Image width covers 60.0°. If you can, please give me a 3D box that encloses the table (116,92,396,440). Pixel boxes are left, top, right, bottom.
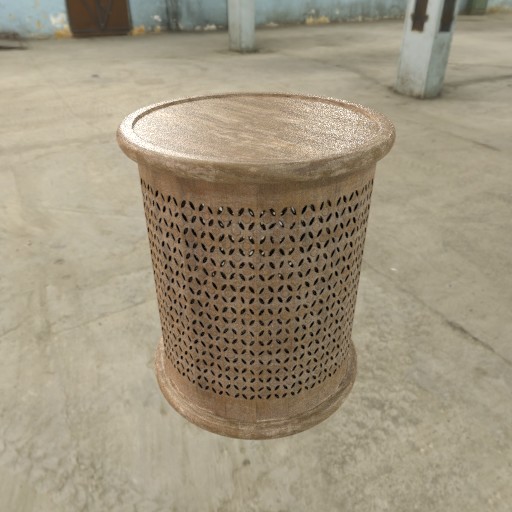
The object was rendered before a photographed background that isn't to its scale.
[{"bbox_3d":[0.000,0.000,0.788,0.407,0.482,0.407,0,31,0],"label":"table"}]
